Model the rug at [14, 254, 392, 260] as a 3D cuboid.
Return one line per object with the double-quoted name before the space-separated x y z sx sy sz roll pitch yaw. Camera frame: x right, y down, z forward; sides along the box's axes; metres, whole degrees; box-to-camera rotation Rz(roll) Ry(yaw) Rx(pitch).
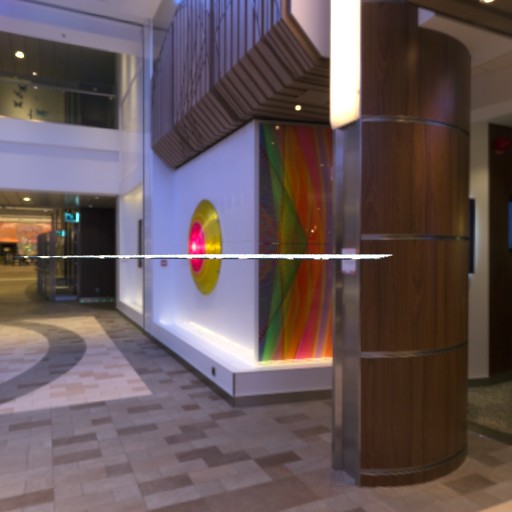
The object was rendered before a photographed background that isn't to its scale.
"rug" 0.000 0.000 4.282 2.438 0.010 3.353 0 0 19
